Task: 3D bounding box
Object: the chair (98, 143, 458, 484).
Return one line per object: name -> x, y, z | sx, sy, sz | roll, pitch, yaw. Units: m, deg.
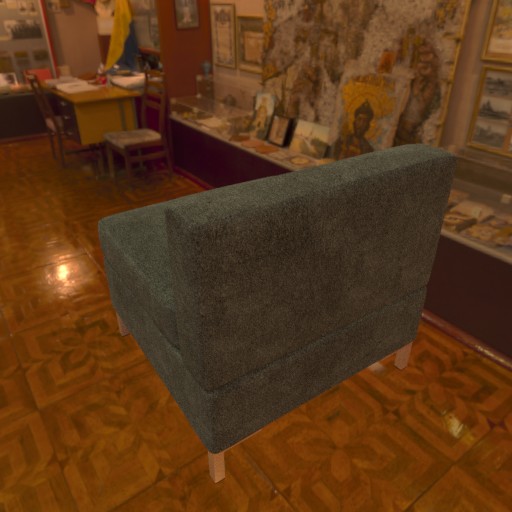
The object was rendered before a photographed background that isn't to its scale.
chair -> 0.000, 0.000, 1.218 | 0.680, 0.660, 0.680 | -19, 35, -29
